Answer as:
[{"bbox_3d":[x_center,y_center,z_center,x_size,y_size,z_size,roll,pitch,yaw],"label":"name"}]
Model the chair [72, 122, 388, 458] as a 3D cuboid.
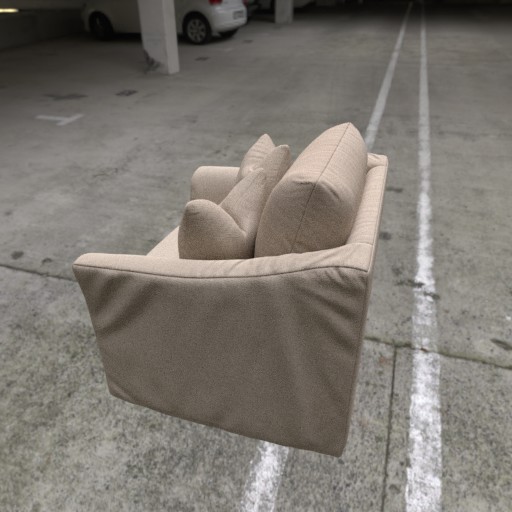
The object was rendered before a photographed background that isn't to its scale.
[{"bbox_3d":[0.000,0.000,2.058,1.071,1.093,1.194,9,31,15],"label":"chair"}]
